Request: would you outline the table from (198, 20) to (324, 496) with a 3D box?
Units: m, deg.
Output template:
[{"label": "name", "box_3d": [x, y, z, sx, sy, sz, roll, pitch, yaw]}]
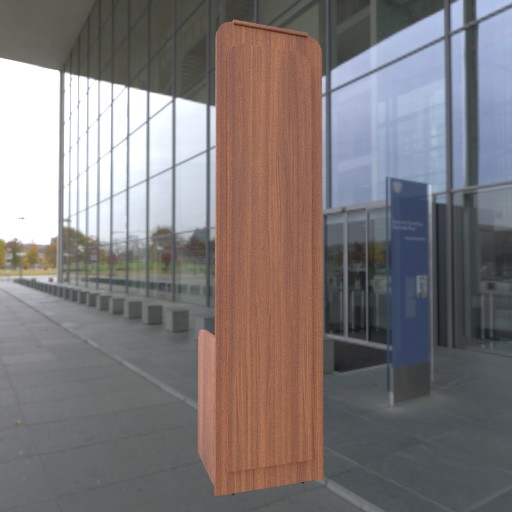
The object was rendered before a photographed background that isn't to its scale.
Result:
[{"label": "table", "box_3d": [0.000, 0.000, 1.941, 0.450, 1.830, 0.420, 0, -2, -18]}]
